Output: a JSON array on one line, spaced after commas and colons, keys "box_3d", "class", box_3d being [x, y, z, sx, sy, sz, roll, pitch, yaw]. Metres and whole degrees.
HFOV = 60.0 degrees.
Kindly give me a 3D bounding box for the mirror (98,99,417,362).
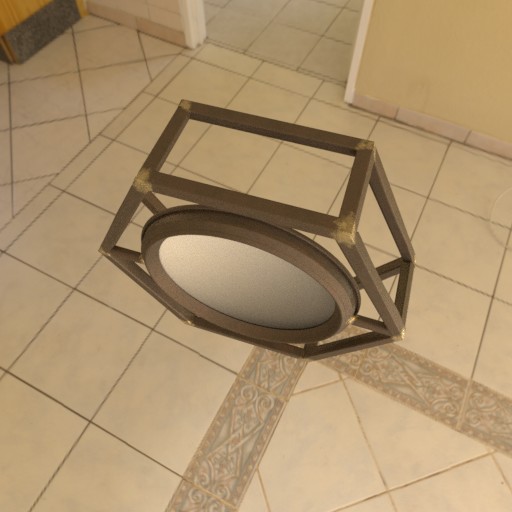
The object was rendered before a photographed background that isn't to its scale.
[{"box_3d": [0.000, 0.000, 0.550, 0.380, 0.334, 0.119, 15, 60, 9], "class": "mirror"}]
